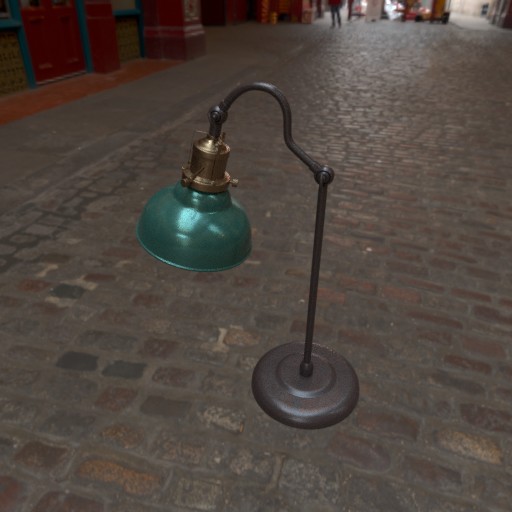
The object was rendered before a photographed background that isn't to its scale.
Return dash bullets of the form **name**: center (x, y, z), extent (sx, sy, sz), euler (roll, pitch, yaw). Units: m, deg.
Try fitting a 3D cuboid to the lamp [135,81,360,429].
- **lamp**: center (0.000, 0.000, 0.683), extent (0.374, 0.508, 0.192), euler (8, 32, 13)
